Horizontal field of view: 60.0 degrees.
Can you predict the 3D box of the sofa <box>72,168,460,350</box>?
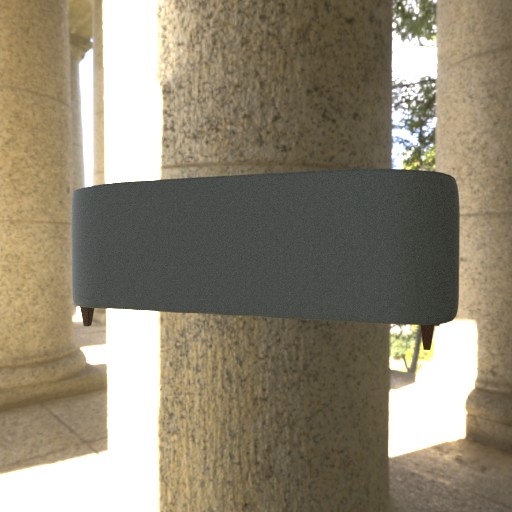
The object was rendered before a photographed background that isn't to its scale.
[{"bbox_3d":[0.000,0.000,2.725,2.278,0.855,0.941,0,1,19],"label":"sofa"}]
